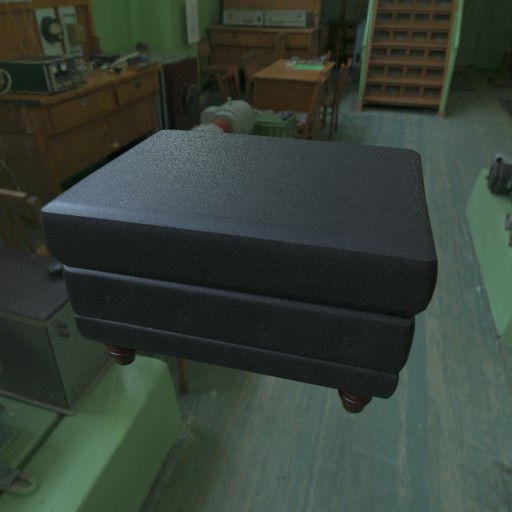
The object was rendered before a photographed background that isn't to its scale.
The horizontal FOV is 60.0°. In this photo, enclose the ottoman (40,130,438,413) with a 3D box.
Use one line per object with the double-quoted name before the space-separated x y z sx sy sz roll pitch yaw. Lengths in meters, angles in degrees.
"ottoman" 0.000 0.000 1.171 0.795 0.498 0.590 8 33 12
